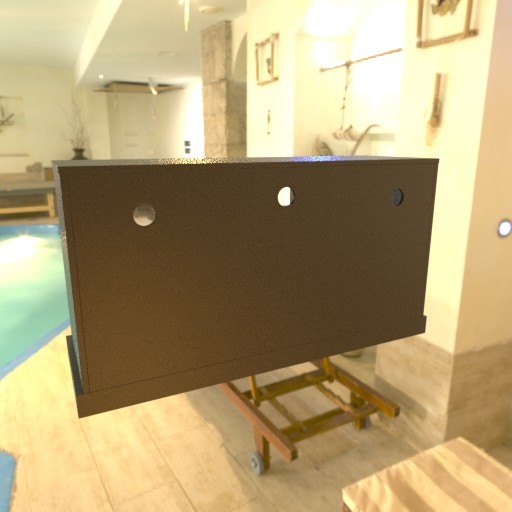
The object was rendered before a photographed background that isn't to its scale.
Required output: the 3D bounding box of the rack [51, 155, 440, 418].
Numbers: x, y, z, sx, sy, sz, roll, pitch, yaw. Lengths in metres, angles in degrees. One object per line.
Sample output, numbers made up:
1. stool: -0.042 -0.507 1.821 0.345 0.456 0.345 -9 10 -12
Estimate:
1. rack: 0.000 0.000 1.487 1.206 0.635 0.399 -7 16 -25
